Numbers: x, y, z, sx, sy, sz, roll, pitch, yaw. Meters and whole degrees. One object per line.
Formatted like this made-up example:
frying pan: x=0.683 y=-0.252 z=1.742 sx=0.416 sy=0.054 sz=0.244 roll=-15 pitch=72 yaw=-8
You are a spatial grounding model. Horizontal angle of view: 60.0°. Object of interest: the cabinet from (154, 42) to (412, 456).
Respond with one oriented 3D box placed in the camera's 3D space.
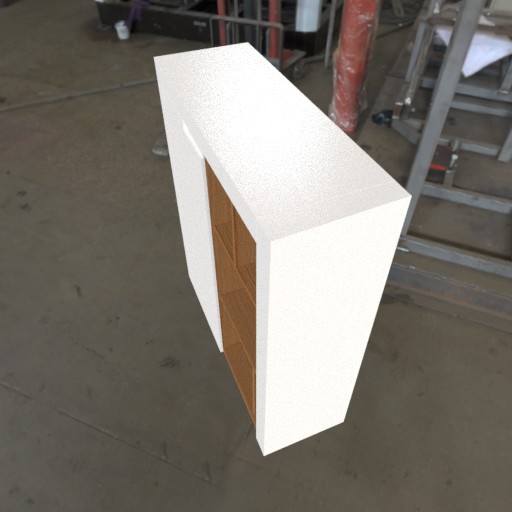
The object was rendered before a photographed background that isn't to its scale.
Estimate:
cabinet: x=0.000 y=0.000 z=1.654 sx=0.348 sy=1.150 sz=0.990 roll=-17 pitch=48 yaw=-16
